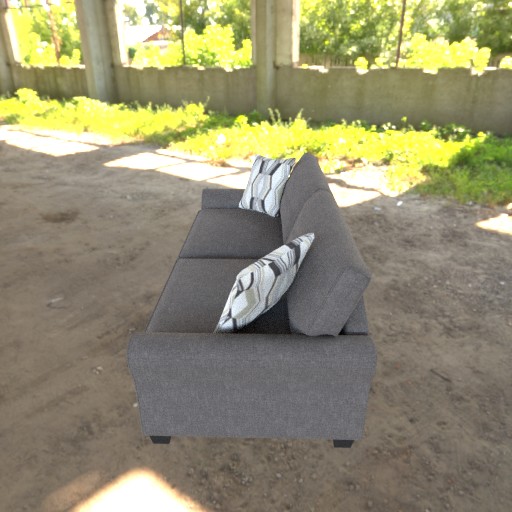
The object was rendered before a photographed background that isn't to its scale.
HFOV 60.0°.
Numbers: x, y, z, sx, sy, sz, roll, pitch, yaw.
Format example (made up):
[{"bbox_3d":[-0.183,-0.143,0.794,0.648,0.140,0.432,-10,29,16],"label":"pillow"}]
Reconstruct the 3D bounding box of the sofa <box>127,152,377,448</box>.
[{"bbox_3d":[0.000,0.000,2.473,0.889,0.813,2.032,1,24,1],"label":"sofa"}]
